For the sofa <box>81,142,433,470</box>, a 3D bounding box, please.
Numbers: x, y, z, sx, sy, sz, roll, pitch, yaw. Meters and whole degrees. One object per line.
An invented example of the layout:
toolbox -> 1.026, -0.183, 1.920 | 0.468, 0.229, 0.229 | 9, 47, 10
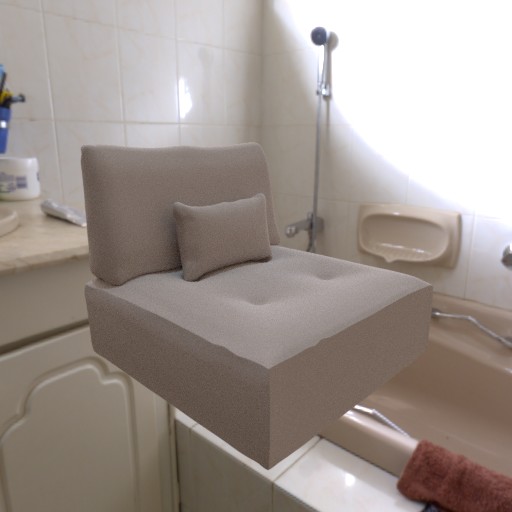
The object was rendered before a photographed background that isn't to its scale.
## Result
sofa -> 0.000, 0.000, 1.684 | 1.000, 0.828, 0.935 | 14, 20, 43
